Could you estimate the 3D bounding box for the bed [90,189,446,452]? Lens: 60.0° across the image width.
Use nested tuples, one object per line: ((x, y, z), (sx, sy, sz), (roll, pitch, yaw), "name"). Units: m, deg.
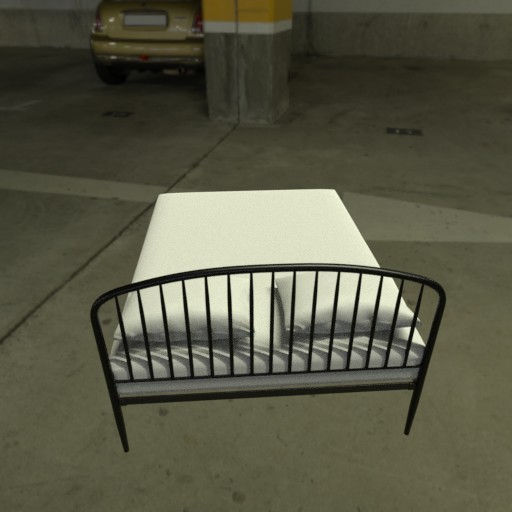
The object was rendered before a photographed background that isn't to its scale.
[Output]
((0.000, 0.000, 3.092), (1.618, 1.166, 2.159), (-2, 31, -3), "bed")
